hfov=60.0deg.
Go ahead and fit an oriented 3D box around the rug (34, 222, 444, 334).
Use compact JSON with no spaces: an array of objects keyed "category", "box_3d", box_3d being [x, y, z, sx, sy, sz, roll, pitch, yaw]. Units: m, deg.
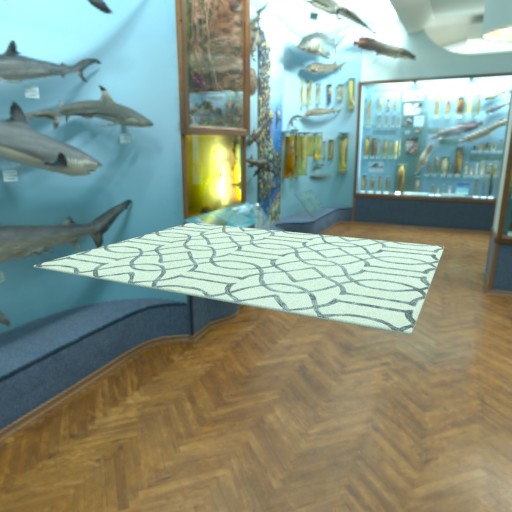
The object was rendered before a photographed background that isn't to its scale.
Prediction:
[{"category":"rug","box_3d":[0.000,0.000,3.889,2.910,0.021,2.211,7,16,26]}]
